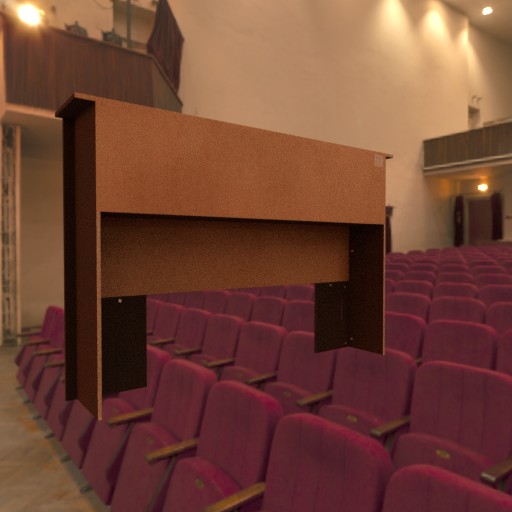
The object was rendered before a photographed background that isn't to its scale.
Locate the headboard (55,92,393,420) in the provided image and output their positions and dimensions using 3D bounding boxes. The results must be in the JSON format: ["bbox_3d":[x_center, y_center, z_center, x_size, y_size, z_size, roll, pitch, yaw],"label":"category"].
[{"bbox_3d":[0.000,0.000,2.060,1.671,1.092,0.279,-1,2,-36],"label":"headboard"}]
